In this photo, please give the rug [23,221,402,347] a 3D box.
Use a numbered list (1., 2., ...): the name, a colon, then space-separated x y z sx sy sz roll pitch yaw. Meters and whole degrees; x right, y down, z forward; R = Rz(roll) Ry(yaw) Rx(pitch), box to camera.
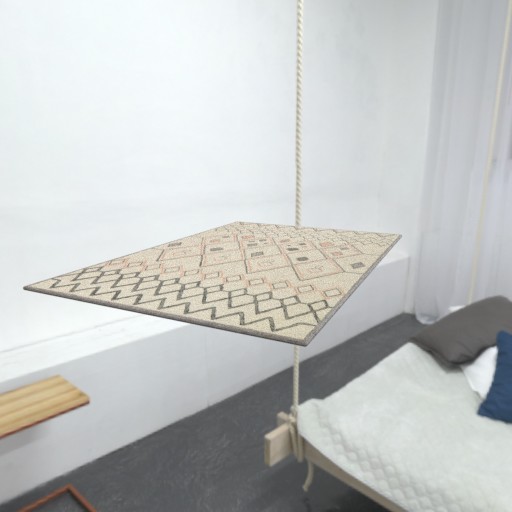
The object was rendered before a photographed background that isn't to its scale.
1. rug: 0.000 0.000 2.338 1.219 0.016 1.829 7 15 25
